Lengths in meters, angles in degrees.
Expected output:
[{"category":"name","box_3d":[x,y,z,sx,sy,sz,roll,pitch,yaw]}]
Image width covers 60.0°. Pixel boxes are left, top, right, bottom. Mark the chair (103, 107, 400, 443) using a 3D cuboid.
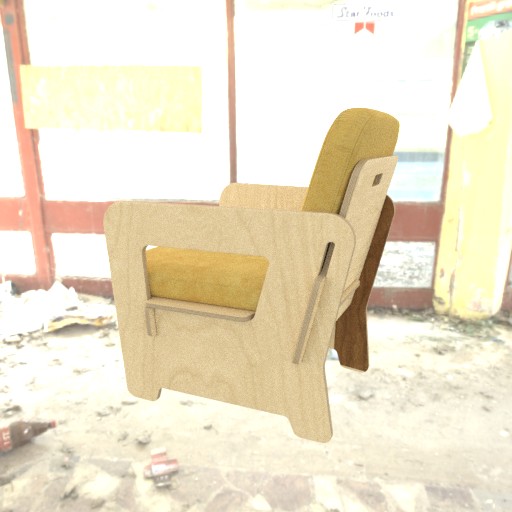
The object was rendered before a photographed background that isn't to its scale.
[{"category":"chair","box_3d":[0.000,0.000,1.301,0.710,0.800,0.590,7,16,26]}]
